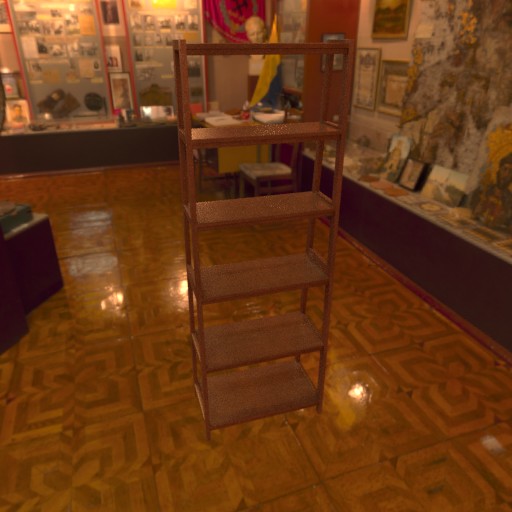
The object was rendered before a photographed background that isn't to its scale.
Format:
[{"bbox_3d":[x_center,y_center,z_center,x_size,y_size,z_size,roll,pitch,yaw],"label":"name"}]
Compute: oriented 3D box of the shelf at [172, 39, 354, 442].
[{"bbox_3d":[0.000,0.000,2.155,0.660,1.892,0.382,-8,27,-16],"label":"shelf"}]
